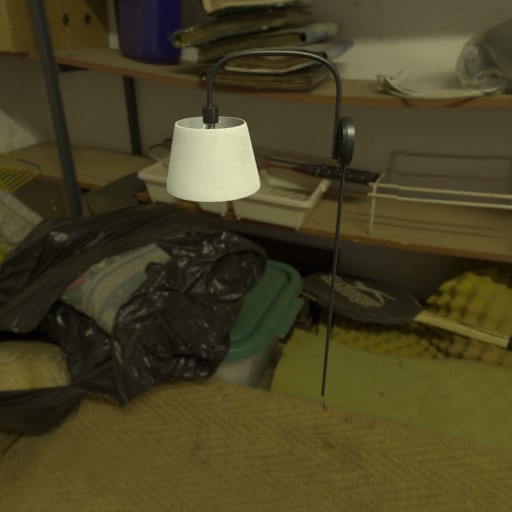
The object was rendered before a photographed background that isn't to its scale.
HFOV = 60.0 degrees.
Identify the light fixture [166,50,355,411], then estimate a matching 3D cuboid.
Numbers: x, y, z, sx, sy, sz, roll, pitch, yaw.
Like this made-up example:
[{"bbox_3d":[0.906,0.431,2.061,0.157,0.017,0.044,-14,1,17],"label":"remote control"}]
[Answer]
[{"bbox_3d":[0.000,0.000,0.473,0.176,0.399,0.092,0,27,0],"label":"light fixture"}]
